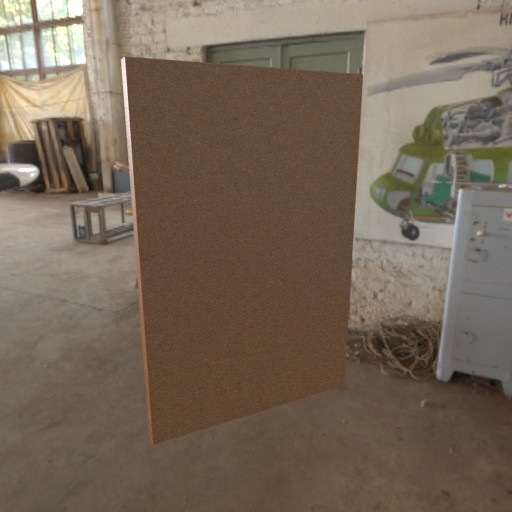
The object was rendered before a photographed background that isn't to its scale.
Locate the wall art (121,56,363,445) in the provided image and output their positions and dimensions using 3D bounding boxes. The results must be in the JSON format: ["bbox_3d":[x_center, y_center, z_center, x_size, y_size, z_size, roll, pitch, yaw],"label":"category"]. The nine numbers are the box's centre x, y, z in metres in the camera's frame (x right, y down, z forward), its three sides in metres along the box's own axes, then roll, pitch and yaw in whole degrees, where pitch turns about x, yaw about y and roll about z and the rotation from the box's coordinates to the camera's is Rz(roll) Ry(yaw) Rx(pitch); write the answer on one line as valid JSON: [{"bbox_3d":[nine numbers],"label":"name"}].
[{"bbox_3d":[0.000,0.000,1.158,0.610,0.914,0.037,-8,17,-26],"label":"wall art"}]
